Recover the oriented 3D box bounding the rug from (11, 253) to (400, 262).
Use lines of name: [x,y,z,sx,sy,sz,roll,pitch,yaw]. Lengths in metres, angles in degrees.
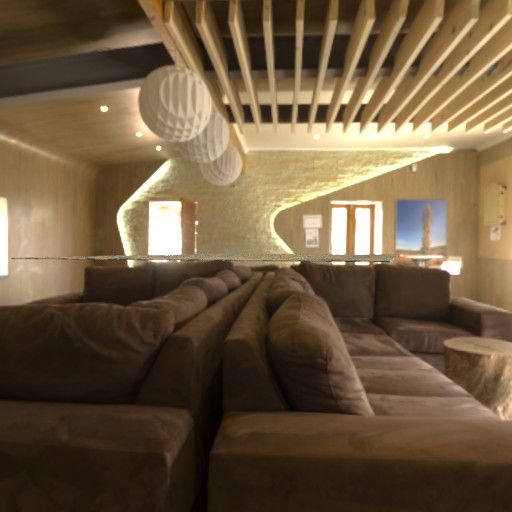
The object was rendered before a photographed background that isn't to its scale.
rug: [0.000,0.000,3.991,2.435,0.007,3.007,0,1,19]
